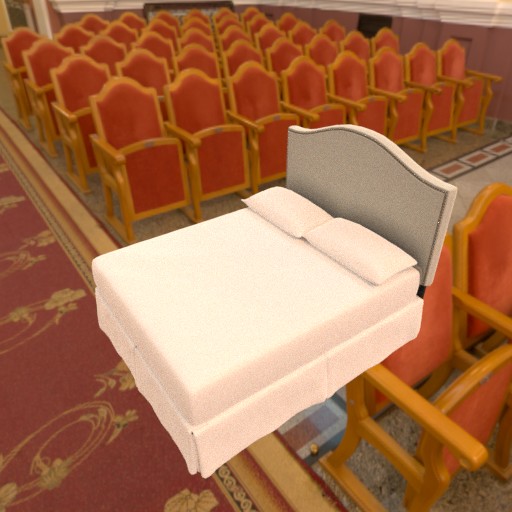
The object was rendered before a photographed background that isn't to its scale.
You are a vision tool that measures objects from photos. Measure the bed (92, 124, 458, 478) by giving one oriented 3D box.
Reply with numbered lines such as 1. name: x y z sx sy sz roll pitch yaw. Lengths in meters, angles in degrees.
1. bed: 0.000 0.000 3.408 2.180 1.607 1.813 -21 39 -29
